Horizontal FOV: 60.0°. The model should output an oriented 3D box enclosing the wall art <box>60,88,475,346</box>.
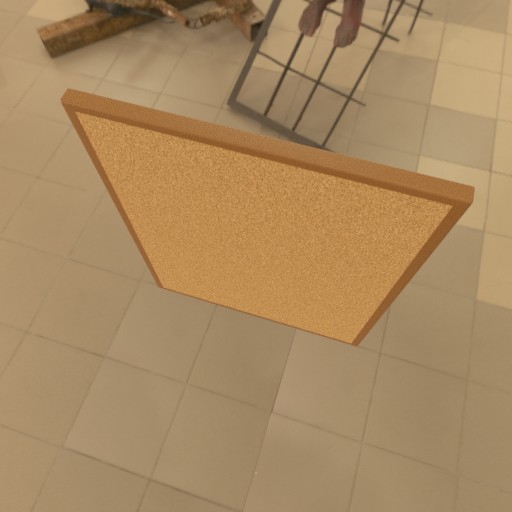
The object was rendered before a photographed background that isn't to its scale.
[{"bbox_3d":[0.000,0.000,0.490,0.310,0.379,0.015,16,65,8],"label":"wall art"}]
